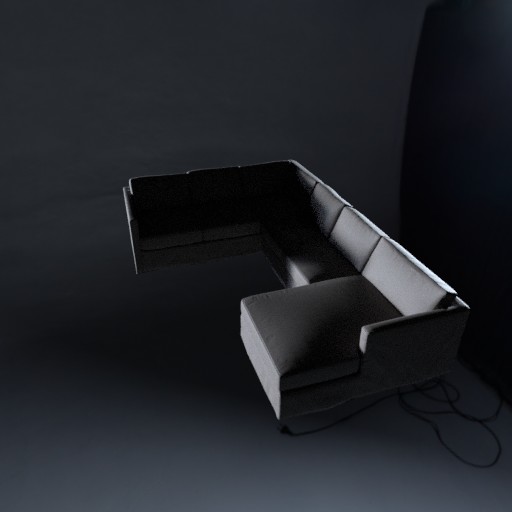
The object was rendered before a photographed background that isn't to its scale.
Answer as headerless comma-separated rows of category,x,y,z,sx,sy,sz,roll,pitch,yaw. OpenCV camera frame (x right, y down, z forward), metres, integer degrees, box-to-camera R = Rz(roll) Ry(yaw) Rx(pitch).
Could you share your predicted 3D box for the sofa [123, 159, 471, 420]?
sofa,0.000,0.000,4.645,2.427,0.882,3.460,-10,32,-16
